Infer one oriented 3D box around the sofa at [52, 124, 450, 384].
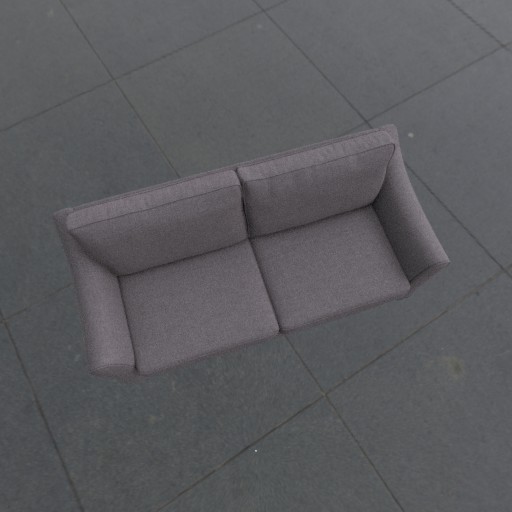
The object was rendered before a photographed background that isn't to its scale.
[{"bbox_3d":[0.000,0.000,2.799,2.203,0.976,1.013,-16,67,-7],"label":"sofa"}]
